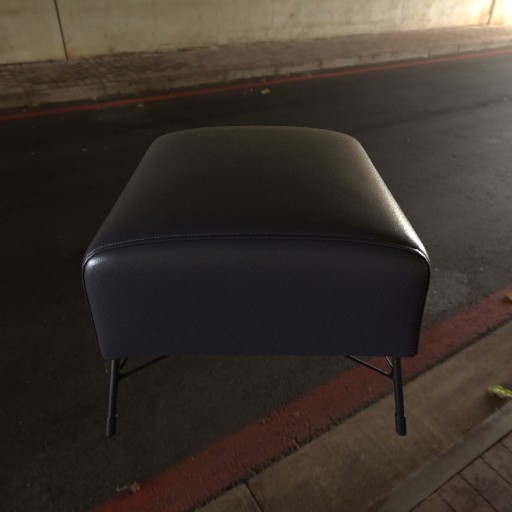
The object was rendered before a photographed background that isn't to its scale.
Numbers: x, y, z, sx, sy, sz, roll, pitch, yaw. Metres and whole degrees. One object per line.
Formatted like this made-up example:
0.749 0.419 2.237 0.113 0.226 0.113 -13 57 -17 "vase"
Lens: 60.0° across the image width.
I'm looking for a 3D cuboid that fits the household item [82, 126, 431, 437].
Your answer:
0.000 0.000 0.887 0.530 0.410 0.530 0 32 0 "household item"
